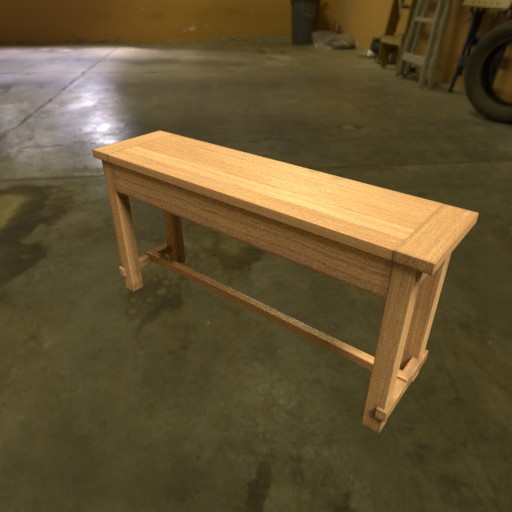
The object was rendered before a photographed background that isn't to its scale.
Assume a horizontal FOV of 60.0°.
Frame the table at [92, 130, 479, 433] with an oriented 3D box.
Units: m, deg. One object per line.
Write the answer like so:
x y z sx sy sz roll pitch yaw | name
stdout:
0.000 0.000 1.972 1.599 0.762 0.442 22 38 32 | table
